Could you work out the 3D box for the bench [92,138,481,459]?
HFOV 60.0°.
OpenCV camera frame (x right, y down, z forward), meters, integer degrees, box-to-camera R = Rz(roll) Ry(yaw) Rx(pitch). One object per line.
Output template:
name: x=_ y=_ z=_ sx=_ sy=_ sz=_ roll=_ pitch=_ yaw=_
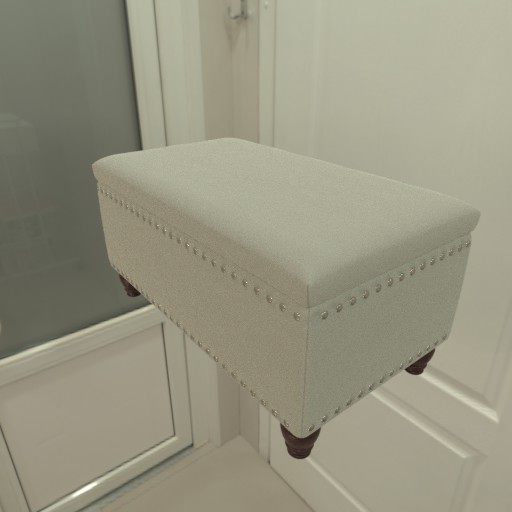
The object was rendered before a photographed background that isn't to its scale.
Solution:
bench: x=0.000 y=0.000 z=1.173 sx=0.500 sy=0.449 sz=0.887 roll=-19 pitch=32 yaw=-34
